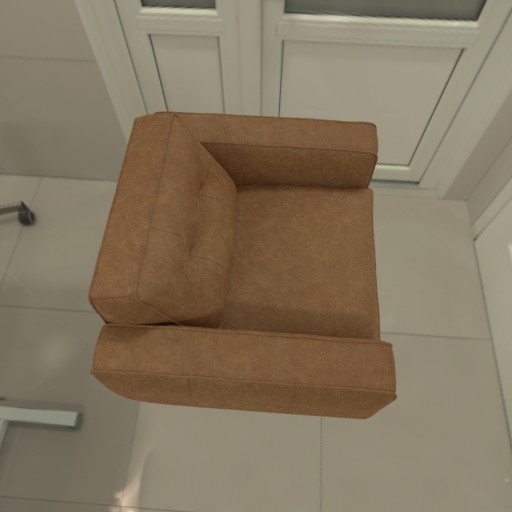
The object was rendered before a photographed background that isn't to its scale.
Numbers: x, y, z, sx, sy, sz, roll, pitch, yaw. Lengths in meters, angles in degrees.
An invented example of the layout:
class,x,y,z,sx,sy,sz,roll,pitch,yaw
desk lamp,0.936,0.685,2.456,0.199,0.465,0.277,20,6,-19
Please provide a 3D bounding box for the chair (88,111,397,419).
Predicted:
class,x,y,z,sx,sy,sz,roll,pitch,yaw
chair,0.000,0.000,1.723,0.952,0.782,1.118,4,62,2
